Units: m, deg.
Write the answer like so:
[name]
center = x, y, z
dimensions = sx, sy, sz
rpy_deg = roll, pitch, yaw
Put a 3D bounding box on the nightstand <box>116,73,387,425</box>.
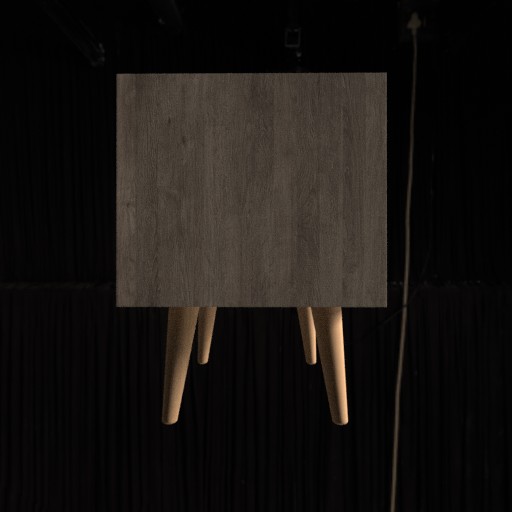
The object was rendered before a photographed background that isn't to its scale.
[nightstand]
center = 0.000, 0.000, 0.849
dimensions = 0.380, 0.500, 0.480
rpy_deg = 0, 0, 1
